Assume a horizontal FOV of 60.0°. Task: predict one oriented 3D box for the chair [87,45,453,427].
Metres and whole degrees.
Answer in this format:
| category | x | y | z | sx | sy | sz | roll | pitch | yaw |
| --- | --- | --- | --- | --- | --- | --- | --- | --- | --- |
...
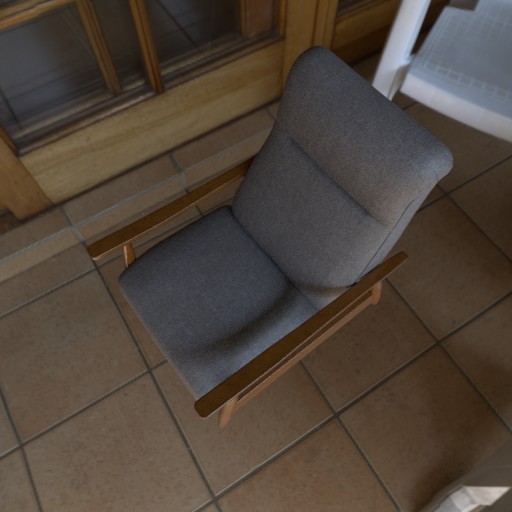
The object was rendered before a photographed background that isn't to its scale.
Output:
| category | x | y | z | sx | sy | sz | roll | pitch | yaw |
| --- | --- | --- | --- | --- | --- | --- | --- | --- | --- |
| chair | 0.000 | 0.000 | 1.719 | 1.014 | 1.081 | 0.762 | -35 | 69 | -16 |
